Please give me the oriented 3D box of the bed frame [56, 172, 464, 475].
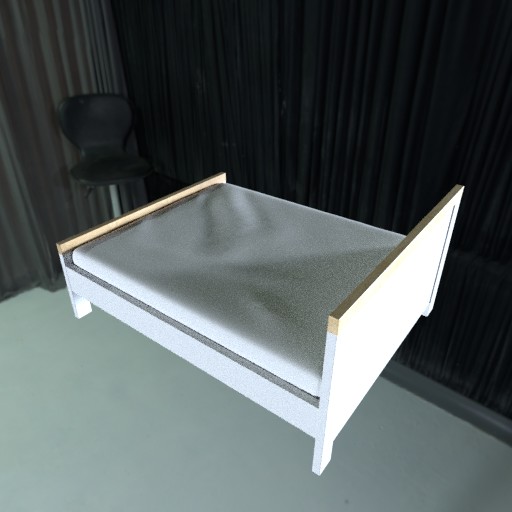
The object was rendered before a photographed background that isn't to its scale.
[{"bbox_3d":[0.000,0.000,3.026,2.050,0.980,1.670,21,37,31],"label":"bed frame"}]
